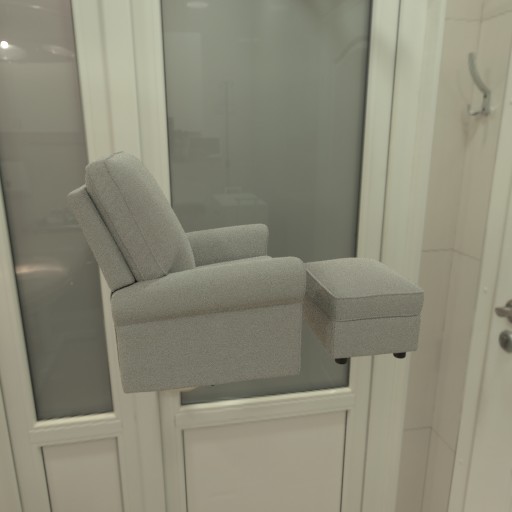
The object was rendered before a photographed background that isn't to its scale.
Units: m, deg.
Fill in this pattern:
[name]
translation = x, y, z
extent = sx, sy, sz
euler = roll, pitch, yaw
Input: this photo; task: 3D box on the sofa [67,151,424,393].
[sofa]
translation = 0.000, 0.000, 2.093
extent = 1.478, 0.959, 0.880
euler = -3, 16, -10
